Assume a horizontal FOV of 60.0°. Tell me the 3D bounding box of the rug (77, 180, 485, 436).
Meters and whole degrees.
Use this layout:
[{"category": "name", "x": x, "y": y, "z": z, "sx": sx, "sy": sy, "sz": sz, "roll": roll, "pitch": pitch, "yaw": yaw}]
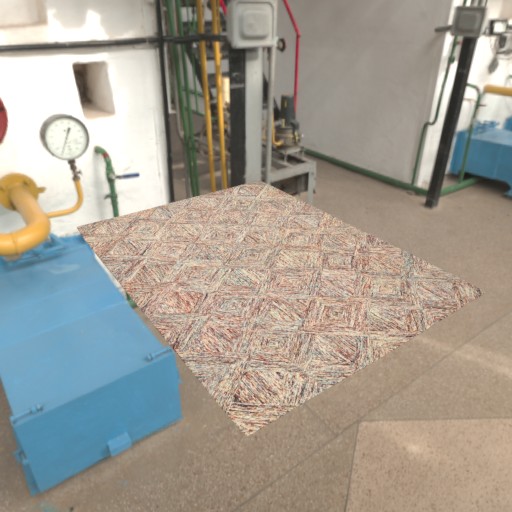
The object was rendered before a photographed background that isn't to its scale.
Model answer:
[{"category": "rug", "x": 0.000, "y": 0.000, "z": 4.196, "sx": 2.436, "sy": 0.024, "sz": 3.226, "roll": -20, "pitch": 36, "yaw": -30}]
